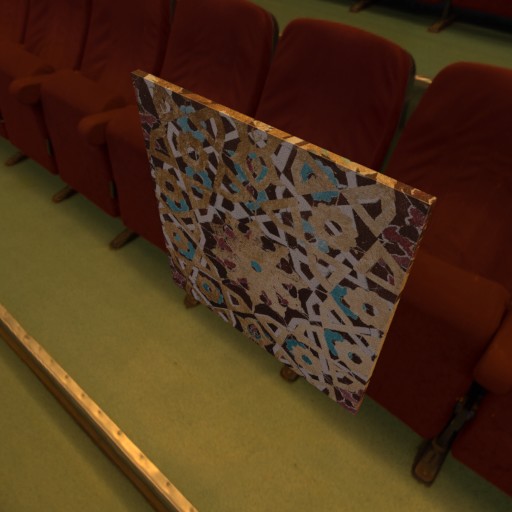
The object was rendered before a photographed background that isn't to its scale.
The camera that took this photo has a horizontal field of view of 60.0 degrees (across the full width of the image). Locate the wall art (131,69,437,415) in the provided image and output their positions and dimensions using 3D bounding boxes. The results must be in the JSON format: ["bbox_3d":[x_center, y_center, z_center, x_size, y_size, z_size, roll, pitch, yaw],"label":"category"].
[{"bbox_3d":[0.000,0.000,1.157,0.757,0.762,0.028,32,54,27],"label":"wall art"}]
